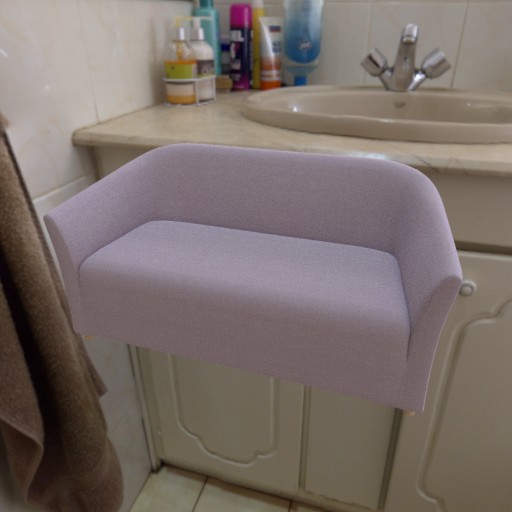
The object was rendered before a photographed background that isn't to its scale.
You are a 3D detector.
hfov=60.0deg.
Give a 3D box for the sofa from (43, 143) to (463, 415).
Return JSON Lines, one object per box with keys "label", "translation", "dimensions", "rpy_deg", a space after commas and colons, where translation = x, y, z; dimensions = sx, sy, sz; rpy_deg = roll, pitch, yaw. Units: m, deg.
{"label": "sofa", "translation": [0.000, 0.000, 1.827], "dimensions": [1.452, 0.721, 0.705], "rpy_deg": [9, 29, 16]}
